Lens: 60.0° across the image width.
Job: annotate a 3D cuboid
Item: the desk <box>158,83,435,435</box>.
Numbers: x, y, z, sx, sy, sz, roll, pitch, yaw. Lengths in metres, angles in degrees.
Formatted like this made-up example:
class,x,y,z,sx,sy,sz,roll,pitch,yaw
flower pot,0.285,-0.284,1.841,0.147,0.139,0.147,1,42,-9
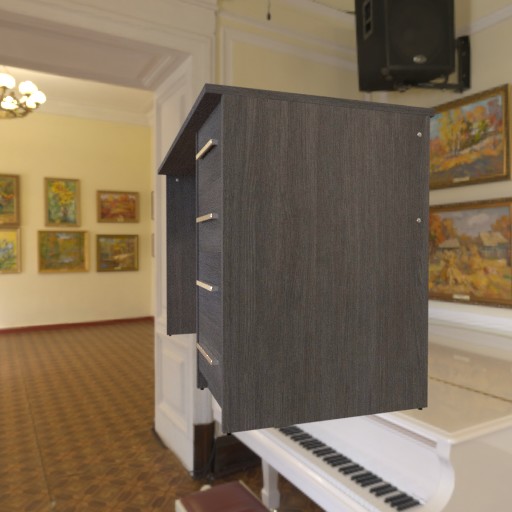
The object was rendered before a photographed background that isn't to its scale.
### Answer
class,x,y,z,sx,sy,sz,roll,pitch,yaw
desk,0.000,0.000,1.514,0.560,0.730,1.096,0,1,-17
